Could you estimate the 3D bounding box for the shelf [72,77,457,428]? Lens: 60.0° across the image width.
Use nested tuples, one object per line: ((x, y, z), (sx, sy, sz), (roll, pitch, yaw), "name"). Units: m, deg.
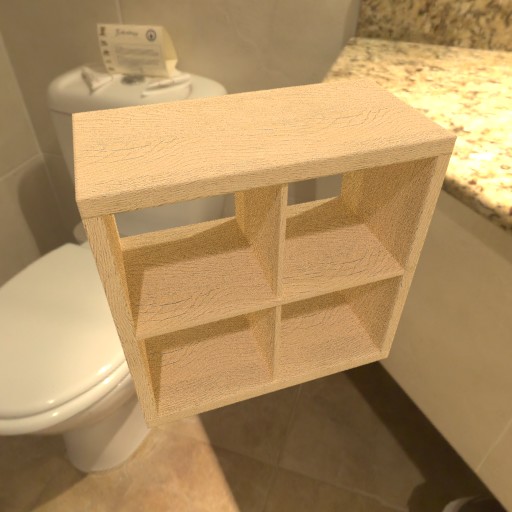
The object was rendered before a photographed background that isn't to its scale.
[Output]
((0.000, 0.000, 1.261), (0.790, 0.786, 0.390), (-12, 42, -14), "shelf")
